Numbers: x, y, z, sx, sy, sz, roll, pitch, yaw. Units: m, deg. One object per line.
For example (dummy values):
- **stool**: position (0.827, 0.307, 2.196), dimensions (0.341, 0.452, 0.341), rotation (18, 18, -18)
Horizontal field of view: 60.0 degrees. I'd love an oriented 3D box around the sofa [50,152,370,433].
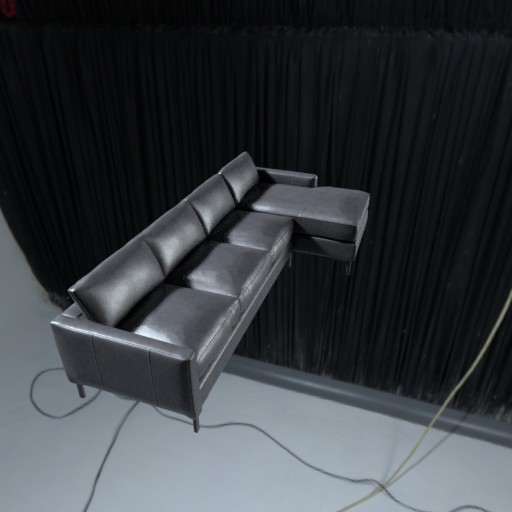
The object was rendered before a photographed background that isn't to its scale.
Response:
- **sofa**: position (0.000, 0.000, 3.642), dimensions (1.471, 0.859, 2.993), rotation (10, 32, 17)
